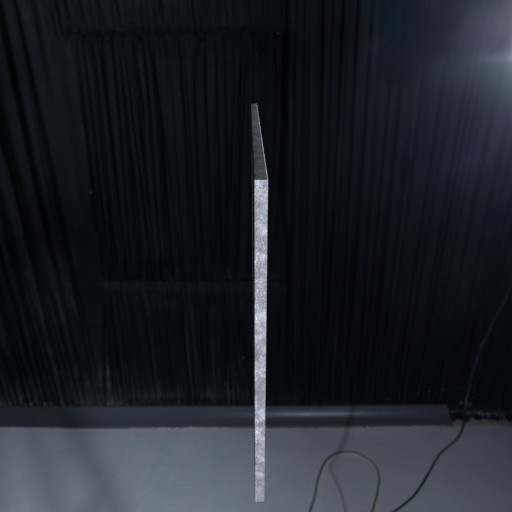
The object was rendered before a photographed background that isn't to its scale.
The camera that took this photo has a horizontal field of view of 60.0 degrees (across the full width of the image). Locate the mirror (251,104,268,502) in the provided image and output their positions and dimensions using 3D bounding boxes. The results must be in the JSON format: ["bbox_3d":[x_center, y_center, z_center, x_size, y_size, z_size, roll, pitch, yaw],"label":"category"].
[{"bbox_3d":[0.000,0.000,1.401,0.022,0.795,1.101,0,25,-1],"label":"mirror"}]
